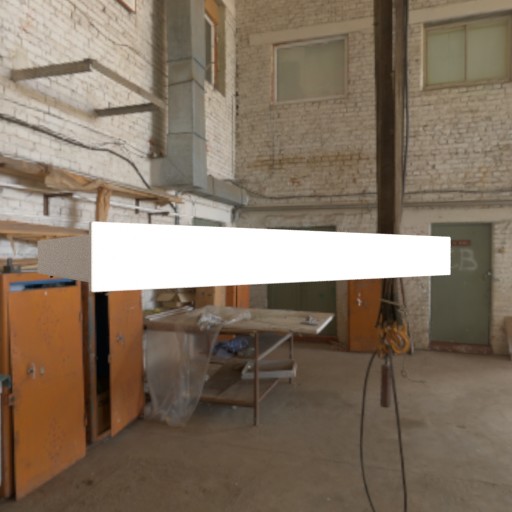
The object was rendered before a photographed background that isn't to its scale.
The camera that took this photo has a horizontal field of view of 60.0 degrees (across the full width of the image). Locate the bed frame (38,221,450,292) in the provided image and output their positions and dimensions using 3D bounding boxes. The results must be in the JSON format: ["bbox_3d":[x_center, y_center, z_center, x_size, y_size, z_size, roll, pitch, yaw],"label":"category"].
[{"bbox_3d":[0.000,0.000,1.532,1.300,0.141,0.670,0,0,-36],"label":"bed frame"}]
